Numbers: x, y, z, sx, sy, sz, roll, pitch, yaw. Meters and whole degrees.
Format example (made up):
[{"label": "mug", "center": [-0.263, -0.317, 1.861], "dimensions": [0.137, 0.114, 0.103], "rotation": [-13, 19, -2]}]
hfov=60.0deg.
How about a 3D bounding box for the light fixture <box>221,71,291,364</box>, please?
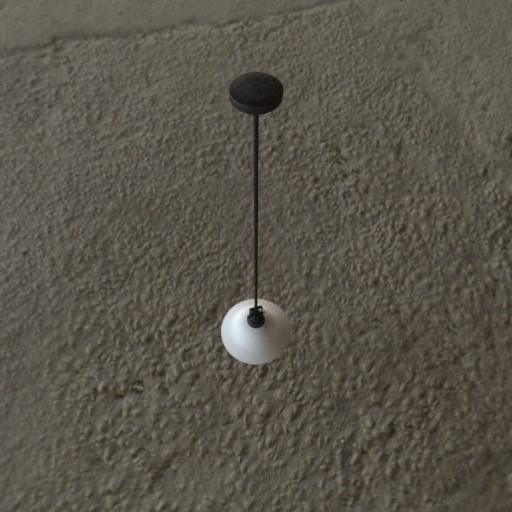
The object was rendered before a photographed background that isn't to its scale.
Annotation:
[{"label": "light fixture", "center": [0.000, 0.000, 1.489], "dimensions": [0.324, 1.337, 0.324], "rotation": [-15, 60, -9]}]
